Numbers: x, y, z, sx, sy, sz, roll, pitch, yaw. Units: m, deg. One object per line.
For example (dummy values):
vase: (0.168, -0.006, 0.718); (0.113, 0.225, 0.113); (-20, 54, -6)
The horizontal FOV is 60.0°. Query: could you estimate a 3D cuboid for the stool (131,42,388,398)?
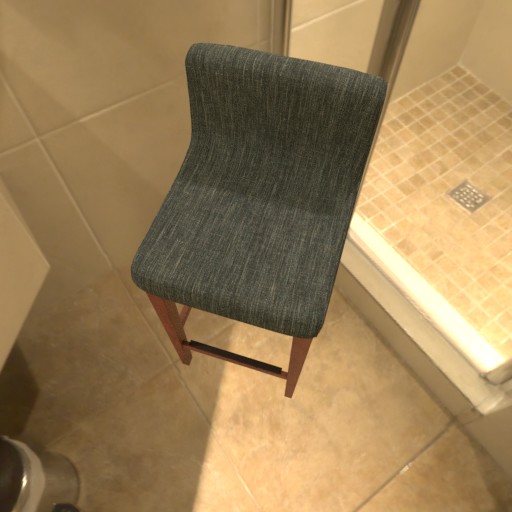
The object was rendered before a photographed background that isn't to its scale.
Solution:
stool: (0.000, 0.000, 1.102); (0.395, 0.835, 0.459); (15, 60, 9)
